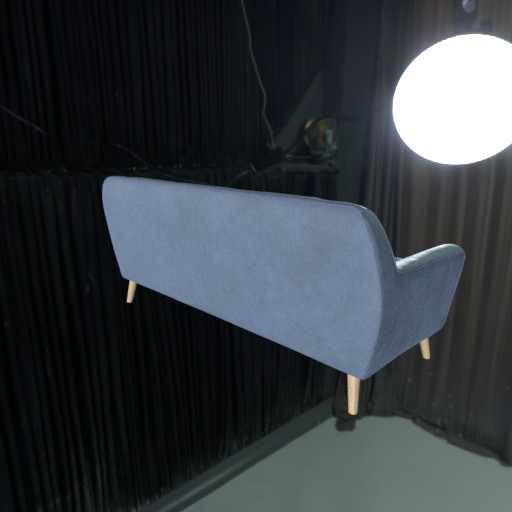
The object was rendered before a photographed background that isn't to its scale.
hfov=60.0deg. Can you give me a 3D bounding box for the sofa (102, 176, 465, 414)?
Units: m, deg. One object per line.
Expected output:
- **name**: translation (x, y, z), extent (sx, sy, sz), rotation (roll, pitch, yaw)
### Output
- **sofa**: translation (0.000, 0.000, 2.463), extent (0.841, 0.832, 1.975), rotation (-14, 20, -43)
